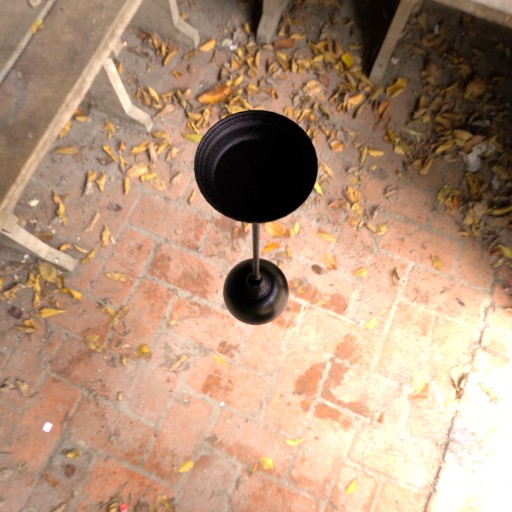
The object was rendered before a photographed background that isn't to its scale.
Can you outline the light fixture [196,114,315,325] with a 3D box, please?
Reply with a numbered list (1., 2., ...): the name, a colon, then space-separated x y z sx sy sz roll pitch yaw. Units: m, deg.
1. light fixture: 0.000 0.000 0.855 0.182 0.768 0.182 -5 75 -1
